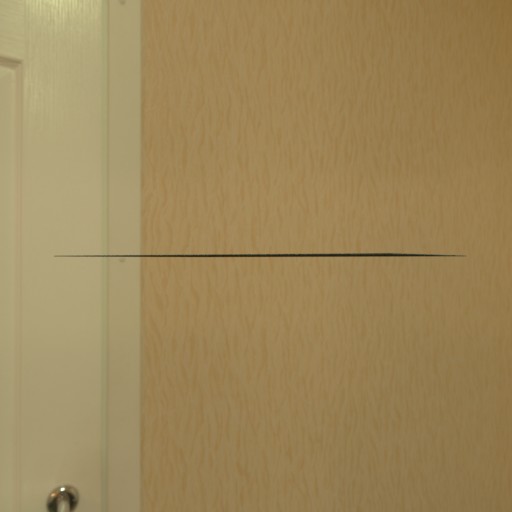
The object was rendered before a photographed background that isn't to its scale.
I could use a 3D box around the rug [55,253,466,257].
[{"bbox_3d":[0.000,0.000,4.265,3.371,0.008,2.190,0,0,35],"label":"rug"}]
